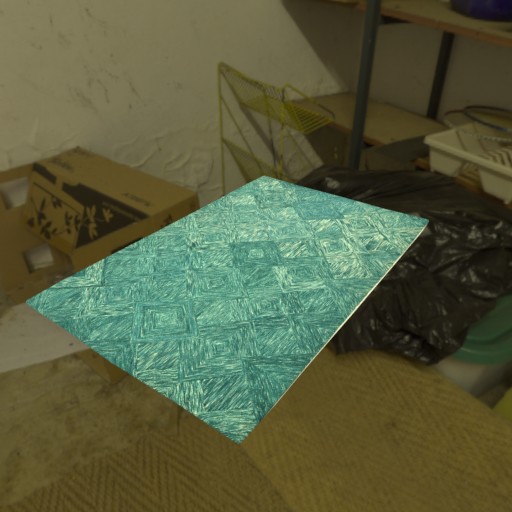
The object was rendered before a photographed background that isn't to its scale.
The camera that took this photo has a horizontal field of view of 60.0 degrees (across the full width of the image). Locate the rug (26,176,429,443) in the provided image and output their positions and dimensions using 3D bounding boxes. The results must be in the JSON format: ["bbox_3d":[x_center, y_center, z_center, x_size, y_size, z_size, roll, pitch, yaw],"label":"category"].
[{"bbox_3d":[0.000,0.000,2.145,1.136,0.017,1.728,21,38,30],"label":"rug"}]
